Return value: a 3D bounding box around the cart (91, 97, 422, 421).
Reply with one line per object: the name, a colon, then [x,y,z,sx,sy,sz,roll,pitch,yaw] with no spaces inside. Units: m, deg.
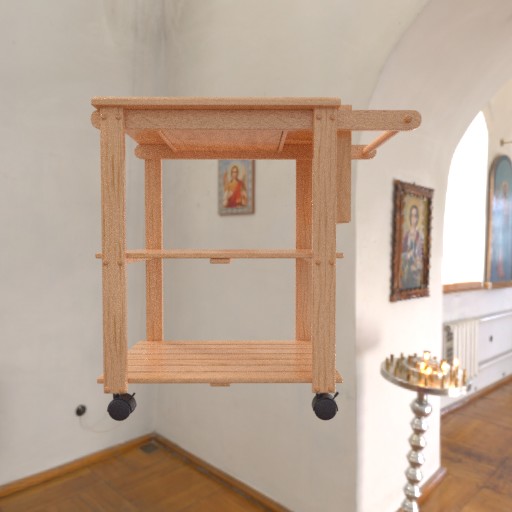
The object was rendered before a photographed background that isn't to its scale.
cart: [0.000,0.000,1.362,0.843,0.816,0.520,0,2,0]
